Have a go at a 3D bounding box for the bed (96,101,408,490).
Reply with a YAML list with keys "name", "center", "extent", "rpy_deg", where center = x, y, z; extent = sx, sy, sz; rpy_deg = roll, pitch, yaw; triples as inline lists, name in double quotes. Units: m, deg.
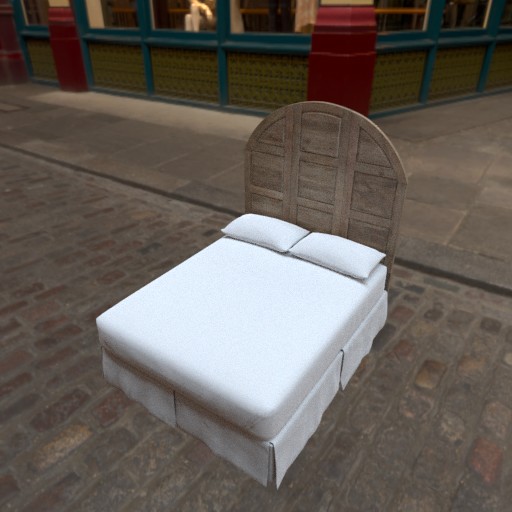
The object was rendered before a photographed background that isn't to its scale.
- name: "bed"
  center: [0.000, 0.000, 3.493]
  extent: [1.713, 2.002, 2.112]
  rpy_deg: [19, 35, 29]
